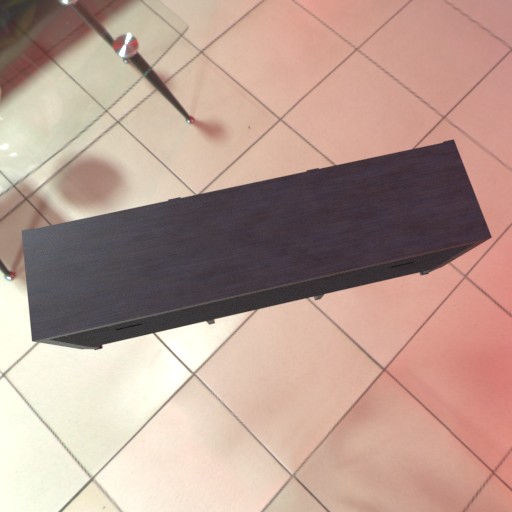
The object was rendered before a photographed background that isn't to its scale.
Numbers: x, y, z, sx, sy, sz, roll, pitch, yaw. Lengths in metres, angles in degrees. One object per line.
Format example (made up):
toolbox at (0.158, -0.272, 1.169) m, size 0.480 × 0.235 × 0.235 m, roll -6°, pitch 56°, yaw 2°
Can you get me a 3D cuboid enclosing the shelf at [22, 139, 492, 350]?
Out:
shelf at (0.000, 0.000, 2.168) m, size 1.878 × 0.715 × 0.471 m, roll -12°, pitch 75°, yaw -3°
